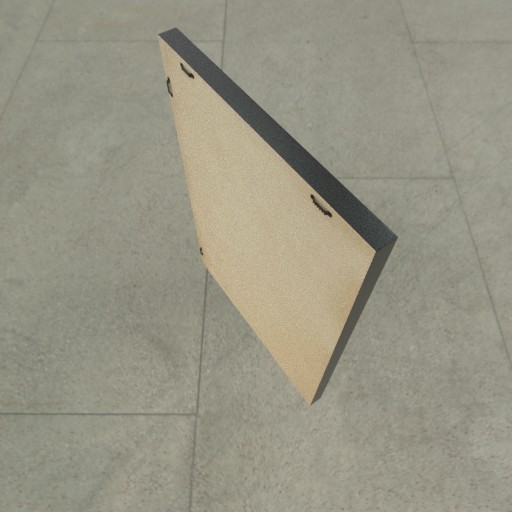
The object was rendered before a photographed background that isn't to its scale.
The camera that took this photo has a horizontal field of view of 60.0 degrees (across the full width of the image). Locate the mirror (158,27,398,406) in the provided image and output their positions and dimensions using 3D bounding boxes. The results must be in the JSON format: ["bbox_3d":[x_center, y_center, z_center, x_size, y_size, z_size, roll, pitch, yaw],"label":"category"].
[{"bbox_3d":[0.000,0.000,0.909,0.040,0.710,0.507,-31,63,-18],"label":"mirror"}]
